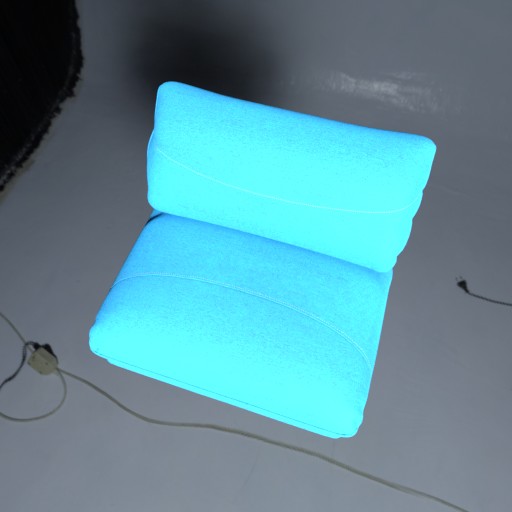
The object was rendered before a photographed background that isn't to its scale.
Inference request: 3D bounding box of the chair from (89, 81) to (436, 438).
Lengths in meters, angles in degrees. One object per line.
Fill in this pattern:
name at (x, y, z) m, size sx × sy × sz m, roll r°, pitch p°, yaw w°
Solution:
chair at (0.000, 0.000, 1.308) m, size 0.820 × 0.580 × 0.780 m, roll 16°, pitch 60°, yaw 9°
